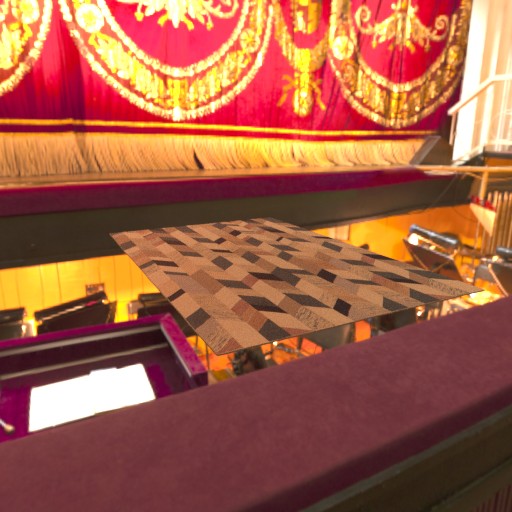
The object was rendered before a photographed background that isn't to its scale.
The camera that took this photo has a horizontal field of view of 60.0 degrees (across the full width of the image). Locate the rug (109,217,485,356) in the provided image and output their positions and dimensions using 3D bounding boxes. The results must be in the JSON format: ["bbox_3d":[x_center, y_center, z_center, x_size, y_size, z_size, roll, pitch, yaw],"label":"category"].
[{"bbox_3d":[0.000,0.000,2.341,1.202,0.006,1.813,-8,18,-26],"label":"rug"}]
